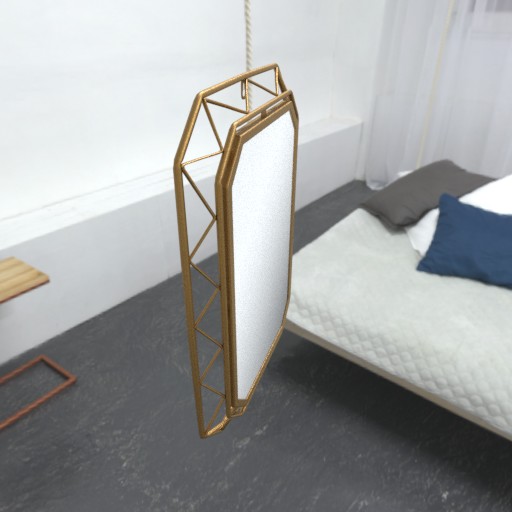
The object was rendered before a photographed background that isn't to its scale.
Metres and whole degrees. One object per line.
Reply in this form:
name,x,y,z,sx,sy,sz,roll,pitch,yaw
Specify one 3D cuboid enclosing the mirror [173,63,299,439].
mirror,0.000,0.000,0.735,0.042,0.566,0.417,10,32,17
